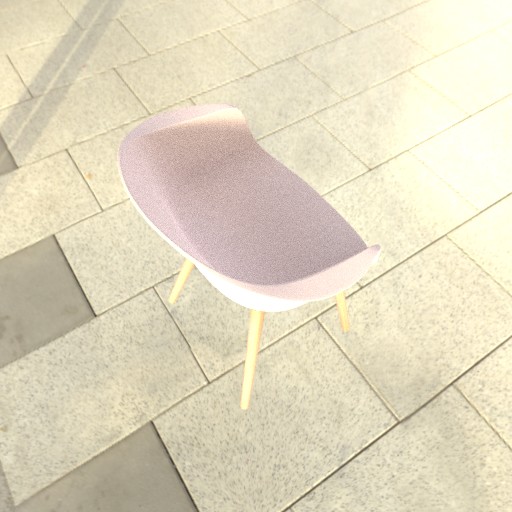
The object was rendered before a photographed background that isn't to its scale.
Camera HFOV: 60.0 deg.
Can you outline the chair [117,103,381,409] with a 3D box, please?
[{"bbox_3d":[0.000,0.000,1.172,0.504,0.781,0.593,-31,63,-18],"label":"chair"}]
